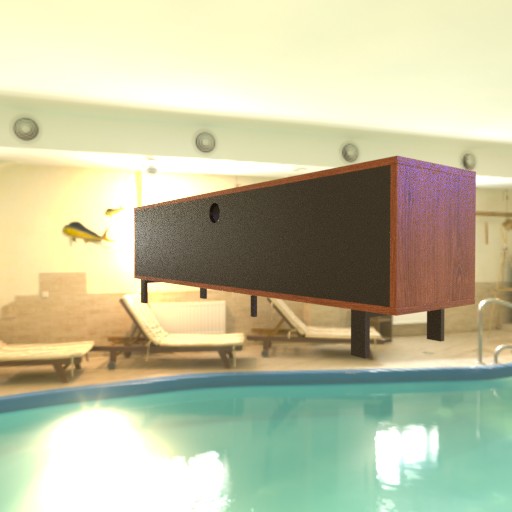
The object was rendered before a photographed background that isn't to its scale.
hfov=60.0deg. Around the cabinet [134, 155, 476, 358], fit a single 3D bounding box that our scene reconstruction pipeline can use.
[{"bbox_3d":[0.000,0.000,1.830,0.400,0.500,1.650,-1,1,-37],"label":"cabinet"}]
